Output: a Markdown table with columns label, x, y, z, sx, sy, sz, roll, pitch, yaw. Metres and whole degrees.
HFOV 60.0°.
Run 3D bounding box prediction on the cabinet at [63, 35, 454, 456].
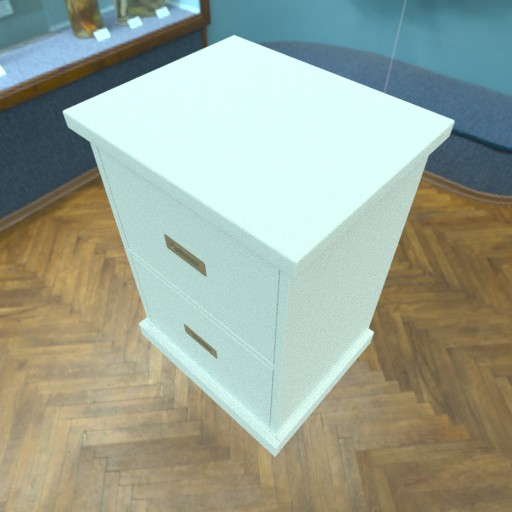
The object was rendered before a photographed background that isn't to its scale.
| label | x | y | z | sx | sy | sz | roll | pitch | yaw |
| --- | --- | --- | --- | --- | --- | --- | --- | --- | --- |
| cabinet | 0.000 | 0.000 | 1.027 | 0.520 | 0.723 | 0.431 | 34 | 57 | 27 |
